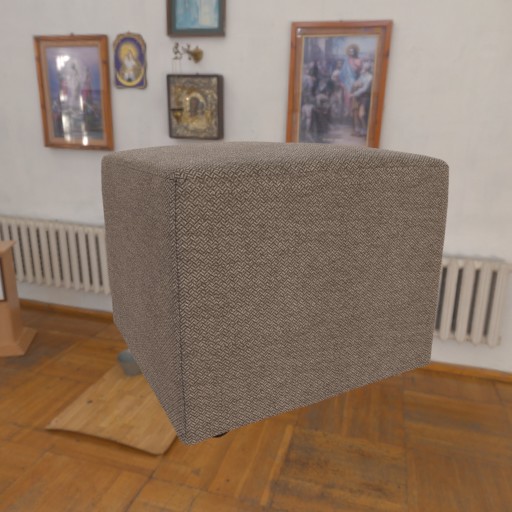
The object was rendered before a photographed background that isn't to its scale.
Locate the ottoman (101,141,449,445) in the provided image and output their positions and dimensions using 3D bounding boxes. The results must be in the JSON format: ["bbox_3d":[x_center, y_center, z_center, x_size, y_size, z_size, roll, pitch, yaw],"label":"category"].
[{"bbox_3d":[0.000,0.000,0.910,0.512,0.453,0.519,-8,17,-27],"label":"ottoman"}]
